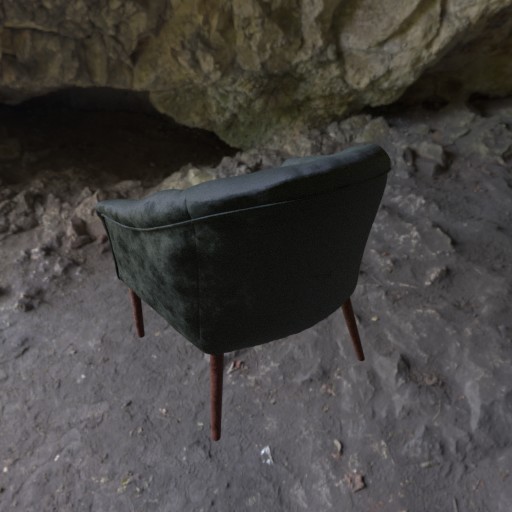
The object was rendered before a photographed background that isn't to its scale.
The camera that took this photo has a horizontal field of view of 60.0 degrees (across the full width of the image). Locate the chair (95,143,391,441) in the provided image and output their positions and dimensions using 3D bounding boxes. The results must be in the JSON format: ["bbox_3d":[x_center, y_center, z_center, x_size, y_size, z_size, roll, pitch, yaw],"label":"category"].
[{"bbox_3d":[0.000,0.000,1.521,0.851,0.885,0.776,-19,36,-28],"label":"chair"}]
